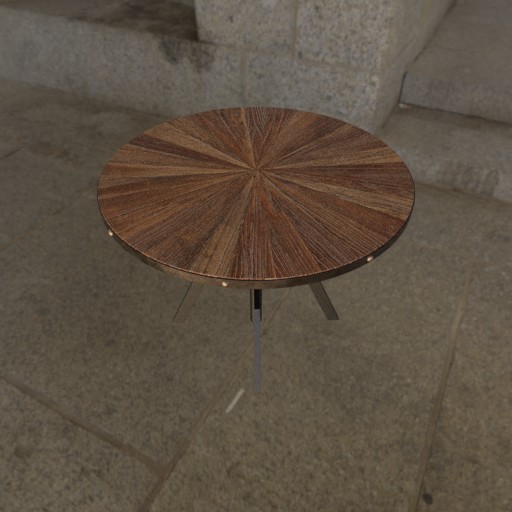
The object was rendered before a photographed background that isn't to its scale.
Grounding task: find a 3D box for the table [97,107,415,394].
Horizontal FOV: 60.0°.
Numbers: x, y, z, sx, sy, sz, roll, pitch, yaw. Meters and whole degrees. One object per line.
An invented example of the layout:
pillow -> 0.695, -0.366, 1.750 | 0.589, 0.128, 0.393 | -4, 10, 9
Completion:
table -> 0.000, 0.000, 1.492 | 0.885, 0.658, 0.885 | 0, 42, 0
